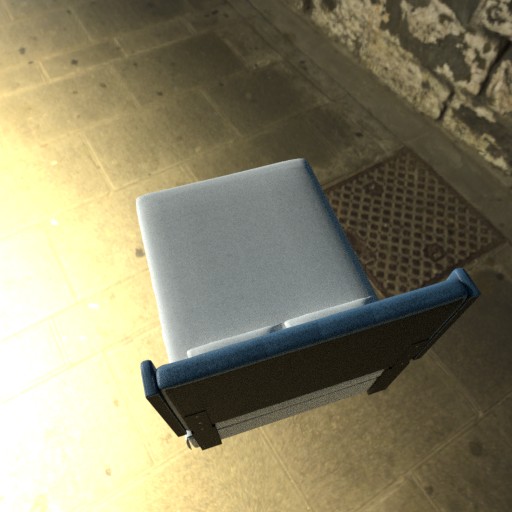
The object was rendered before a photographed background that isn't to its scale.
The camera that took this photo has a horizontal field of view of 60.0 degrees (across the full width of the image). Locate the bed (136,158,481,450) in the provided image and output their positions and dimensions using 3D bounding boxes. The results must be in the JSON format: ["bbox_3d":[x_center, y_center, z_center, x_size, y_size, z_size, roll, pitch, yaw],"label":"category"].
[{"bbox_3d":[0.000,0.000,3.287,1.719,1.665,2.078,-15,59,-9],"label":"bed"}]
